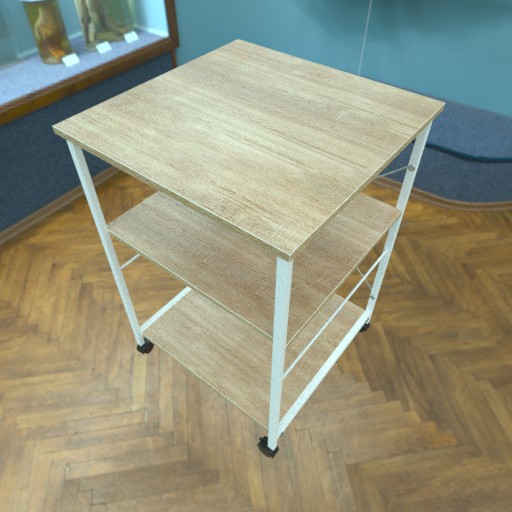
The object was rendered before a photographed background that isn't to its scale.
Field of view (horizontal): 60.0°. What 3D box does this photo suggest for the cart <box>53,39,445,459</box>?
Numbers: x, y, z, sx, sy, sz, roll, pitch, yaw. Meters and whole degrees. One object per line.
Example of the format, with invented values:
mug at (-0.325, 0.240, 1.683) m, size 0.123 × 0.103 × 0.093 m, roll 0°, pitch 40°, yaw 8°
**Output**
cart at (0.000, 0.000, 1.098) m, size 0.521 × 0.762 × 0.520 m, roll 30°, pitch 53°, yaw 25°
